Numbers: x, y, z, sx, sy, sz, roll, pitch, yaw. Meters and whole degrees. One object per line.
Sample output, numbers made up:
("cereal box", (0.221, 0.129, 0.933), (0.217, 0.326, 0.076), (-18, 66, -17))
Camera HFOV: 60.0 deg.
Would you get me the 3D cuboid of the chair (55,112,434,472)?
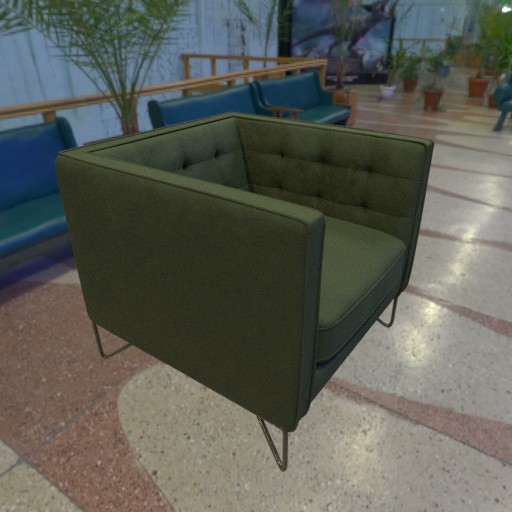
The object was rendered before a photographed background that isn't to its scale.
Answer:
("chair", (0.000, 0.000, 1.566), (0.894, 0.790, 0.880), (18, 33, 31))
